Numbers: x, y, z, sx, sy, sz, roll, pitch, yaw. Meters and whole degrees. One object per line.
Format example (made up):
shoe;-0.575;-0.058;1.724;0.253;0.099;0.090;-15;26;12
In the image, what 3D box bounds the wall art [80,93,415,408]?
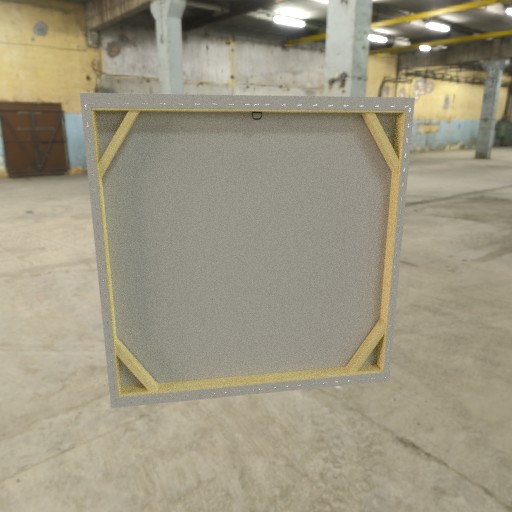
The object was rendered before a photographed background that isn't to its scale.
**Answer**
wall art;0.000;0.000;0.896;0.610;0.610;0.038;-3;16;-9
